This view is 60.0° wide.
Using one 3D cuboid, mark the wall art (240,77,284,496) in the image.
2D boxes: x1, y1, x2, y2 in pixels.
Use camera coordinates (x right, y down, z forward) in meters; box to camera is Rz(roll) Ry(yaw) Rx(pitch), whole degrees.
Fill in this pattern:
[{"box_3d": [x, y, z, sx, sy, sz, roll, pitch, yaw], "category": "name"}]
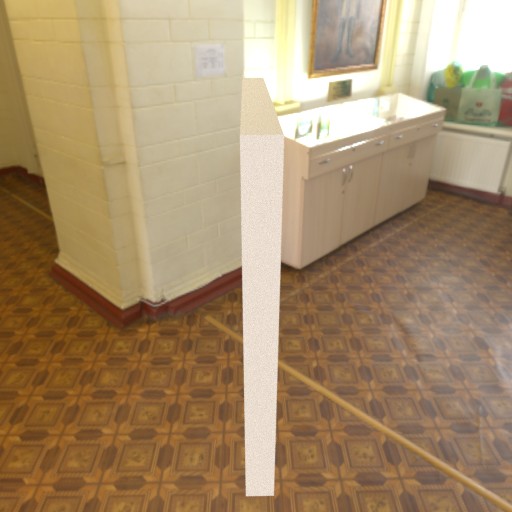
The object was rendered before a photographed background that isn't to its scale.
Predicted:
[{"box_3d": [0.000, 0.000, 0.742, 0.040, 0.509, 0.509, -1, 27, -1], "category": "wall art"}]
